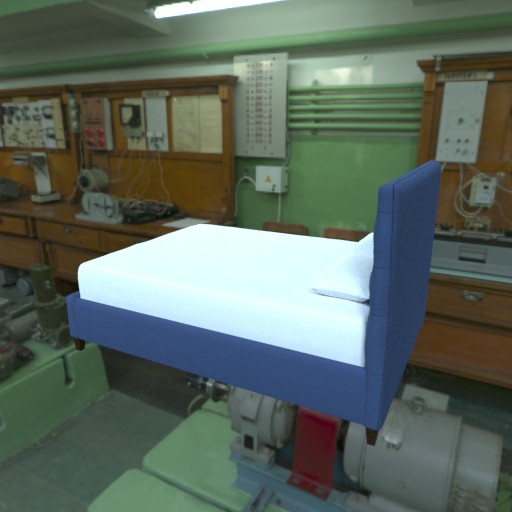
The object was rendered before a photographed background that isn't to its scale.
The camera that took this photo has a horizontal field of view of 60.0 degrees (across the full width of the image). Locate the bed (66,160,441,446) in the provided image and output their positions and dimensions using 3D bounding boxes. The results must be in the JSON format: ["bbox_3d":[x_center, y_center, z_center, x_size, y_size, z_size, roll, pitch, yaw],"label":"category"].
[{"bbox_3d":[0.000,0.000,3.444,2.387,1.427,1.706,8,18,27],"label":"bed"}]
